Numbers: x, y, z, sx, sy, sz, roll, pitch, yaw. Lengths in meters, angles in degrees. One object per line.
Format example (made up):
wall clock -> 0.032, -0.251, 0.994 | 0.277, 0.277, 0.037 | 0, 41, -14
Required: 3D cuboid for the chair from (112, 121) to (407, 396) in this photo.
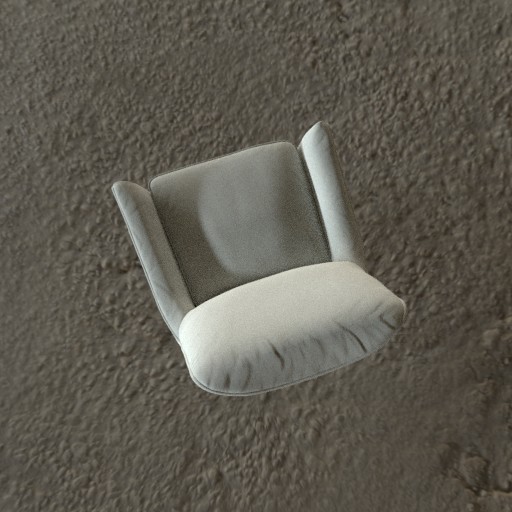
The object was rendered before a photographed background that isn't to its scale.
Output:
chair -> 0.000, 0.000, 1.478 | 0.787, 0.888, 0.822 | -18, 75, -5
